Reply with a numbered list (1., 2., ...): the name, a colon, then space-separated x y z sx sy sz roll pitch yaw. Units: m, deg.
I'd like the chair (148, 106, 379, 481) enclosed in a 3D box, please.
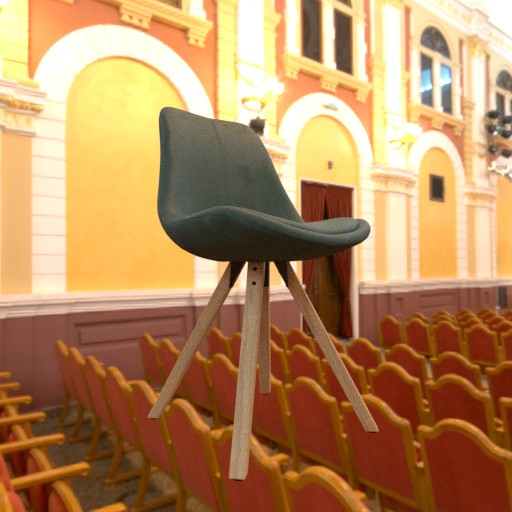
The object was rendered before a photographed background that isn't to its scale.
1. chair: 0.000 0.000 1.147 0.483 0.865 0.547 1 -1 -37
